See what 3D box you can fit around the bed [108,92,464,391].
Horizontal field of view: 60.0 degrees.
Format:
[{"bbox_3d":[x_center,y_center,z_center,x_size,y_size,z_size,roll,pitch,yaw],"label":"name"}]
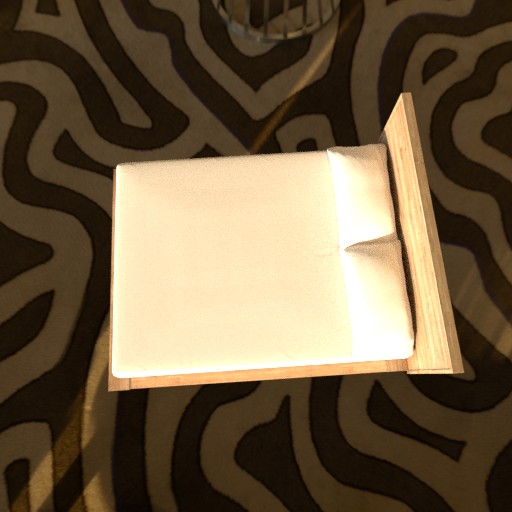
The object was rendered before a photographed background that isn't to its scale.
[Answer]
[{"bbox_3d":[0.000,0.000,3.122,2.145,1.071,1.759,-4,74,-1],"label":"bed"}]
